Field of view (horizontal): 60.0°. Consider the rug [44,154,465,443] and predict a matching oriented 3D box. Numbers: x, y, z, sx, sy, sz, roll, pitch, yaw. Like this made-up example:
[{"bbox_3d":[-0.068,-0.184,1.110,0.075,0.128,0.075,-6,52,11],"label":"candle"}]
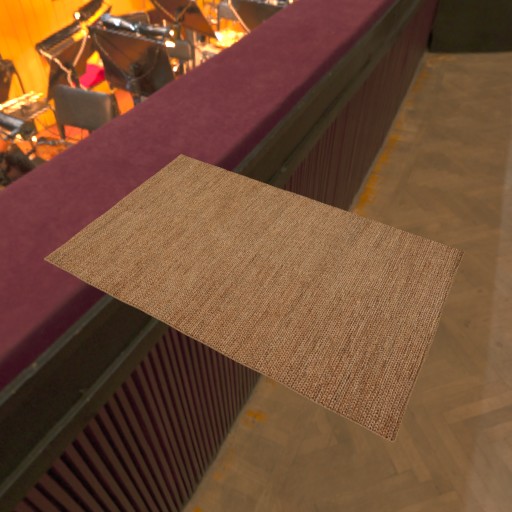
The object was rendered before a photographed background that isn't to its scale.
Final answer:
[{"bbox_3d":[0.000,0.000,3.020,2.438,0.034,1.521,23,49,21],"label":"rug"}]
